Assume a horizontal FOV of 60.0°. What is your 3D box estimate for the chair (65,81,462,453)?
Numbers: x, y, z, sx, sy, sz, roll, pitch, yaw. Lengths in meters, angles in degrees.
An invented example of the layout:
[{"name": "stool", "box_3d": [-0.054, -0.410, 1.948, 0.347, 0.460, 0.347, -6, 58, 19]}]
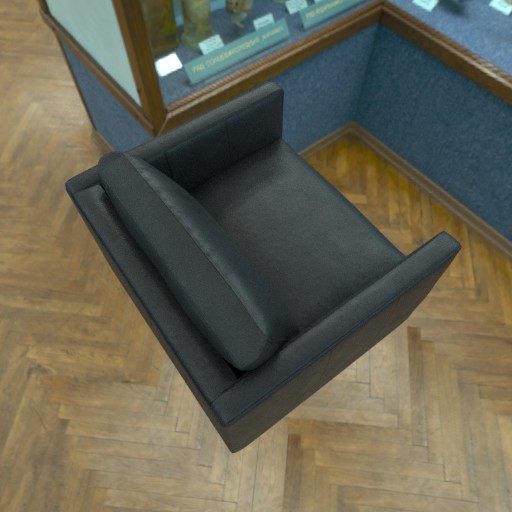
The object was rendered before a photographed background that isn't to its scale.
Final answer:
[{"name": "chair", "box_3d": [0.000, 0.000, 1.577, 0.862, 0.811, 0.939, -32, 65, -17]}]
